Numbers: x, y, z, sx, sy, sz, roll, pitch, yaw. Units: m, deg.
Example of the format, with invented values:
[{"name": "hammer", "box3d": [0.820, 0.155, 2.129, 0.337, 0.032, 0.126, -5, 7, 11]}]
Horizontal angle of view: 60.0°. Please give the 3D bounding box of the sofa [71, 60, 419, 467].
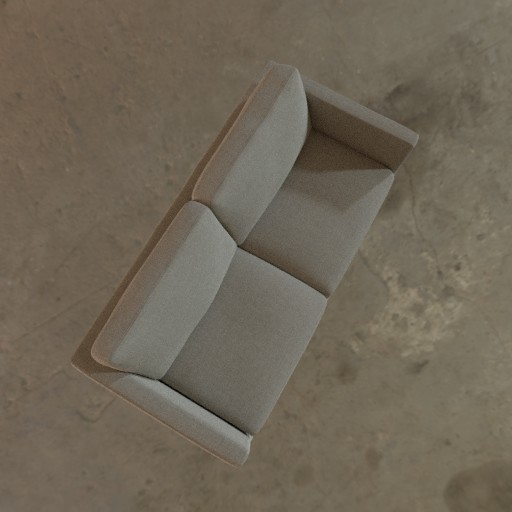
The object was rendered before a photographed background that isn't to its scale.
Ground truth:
[{"name": "sofa", "box3d": [0.000, 0.000, 2.436, 0.951, 0.947, 1.884, 29, 78, 7]}]
